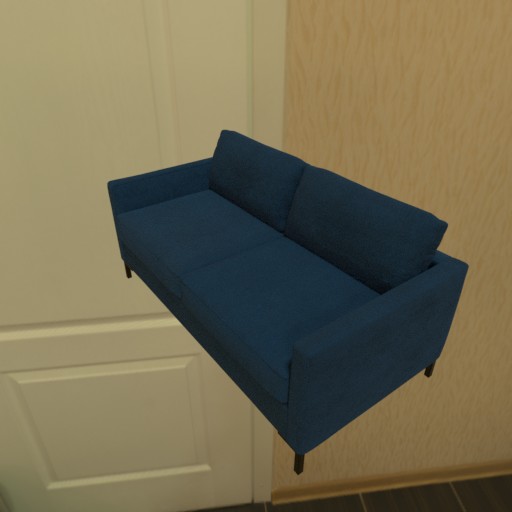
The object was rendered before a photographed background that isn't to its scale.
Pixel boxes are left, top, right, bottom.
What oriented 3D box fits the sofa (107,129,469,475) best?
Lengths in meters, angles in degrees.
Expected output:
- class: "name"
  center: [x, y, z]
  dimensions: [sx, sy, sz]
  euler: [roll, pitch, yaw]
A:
- class: "sofa"
  center: [0.000, 0.000, 2.179]
  dimensions: [0.875, 0.817, 1.676]
  euler: [-21, 38, -30]
